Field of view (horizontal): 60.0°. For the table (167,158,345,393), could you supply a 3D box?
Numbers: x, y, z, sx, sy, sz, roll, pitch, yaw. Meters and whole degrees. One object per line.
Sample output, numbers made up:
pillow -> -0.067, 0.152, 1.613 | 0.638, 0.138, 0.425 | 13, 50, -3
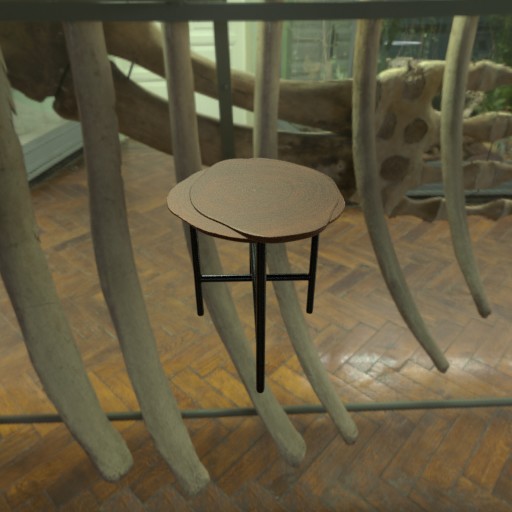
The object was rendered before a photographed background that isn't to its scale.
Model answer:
table -> 0.000, 0.000, 1.099 | 0.442, 0.538, 0.759 | -1, 32, -1
